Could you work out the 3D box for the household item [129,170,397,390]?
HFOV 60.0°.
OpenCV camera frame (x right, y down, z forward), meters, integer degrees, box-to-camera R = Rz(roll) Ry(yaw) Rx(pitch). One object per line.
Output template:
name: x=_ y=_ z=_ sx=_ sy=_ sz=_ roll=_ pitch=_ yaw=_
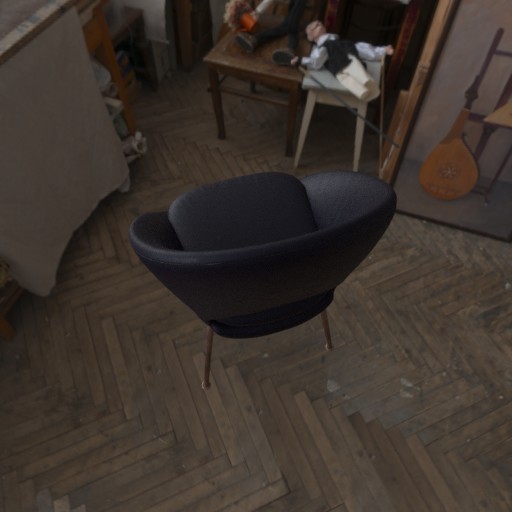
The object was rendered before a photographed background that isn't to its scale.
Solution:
household item: x=0.000 y=0.000 z=1.264 sx=0.623 sy=0.852 sz=0.573 roll=-15 pitch=58 yaw=-10
